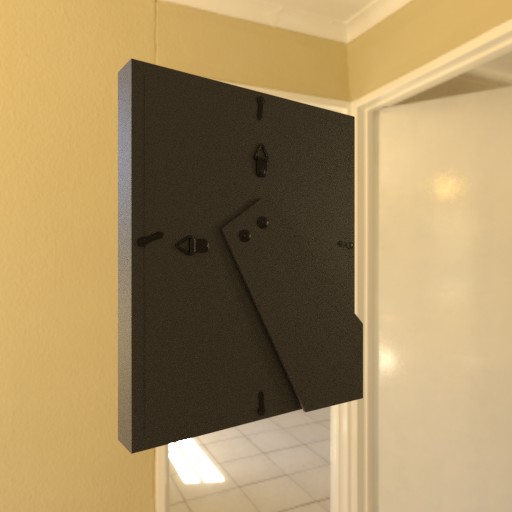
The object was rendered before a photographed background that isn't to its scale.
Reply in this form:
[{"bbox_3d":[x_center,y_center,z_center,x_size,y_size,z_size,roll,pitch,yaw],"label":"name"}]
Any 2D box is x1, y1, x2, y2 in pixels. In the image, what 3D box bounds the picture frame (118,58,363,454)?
[{"bbox_3d":[0.000,0.000,0.393,0.232,0.284,0.042,0,0,-35],"label":"picture frame"}]
